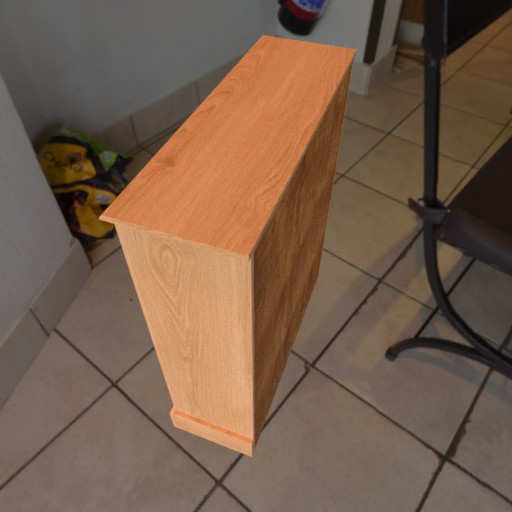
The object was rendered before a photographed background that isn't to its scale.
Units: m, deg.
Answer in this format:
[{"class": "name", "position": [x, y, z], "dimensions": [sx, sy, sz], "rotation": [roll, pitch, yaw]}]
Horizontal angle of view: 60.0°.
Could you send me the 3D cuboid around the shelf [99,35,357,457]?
[{"class": "shelf", "position": [0.000, 0.000, 1.383], "dimensions": [0.291, 0.980, 0.840], "rotation": [16, 50, 14]}]
